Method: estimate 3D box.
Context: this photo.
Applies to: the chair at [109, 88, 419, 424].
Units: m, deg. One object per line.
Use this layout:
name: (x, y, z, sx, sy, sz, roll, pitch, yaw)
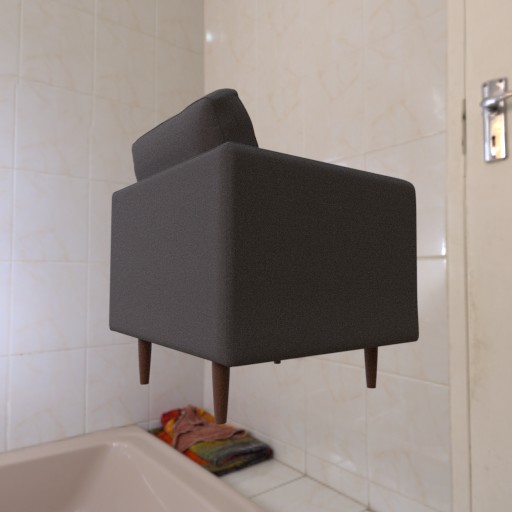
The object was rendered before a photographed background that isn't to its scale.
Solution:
chair: (0.000, 0.000, 1.604, 0.800, 0.927, 0.854, 2, -3, -36)
